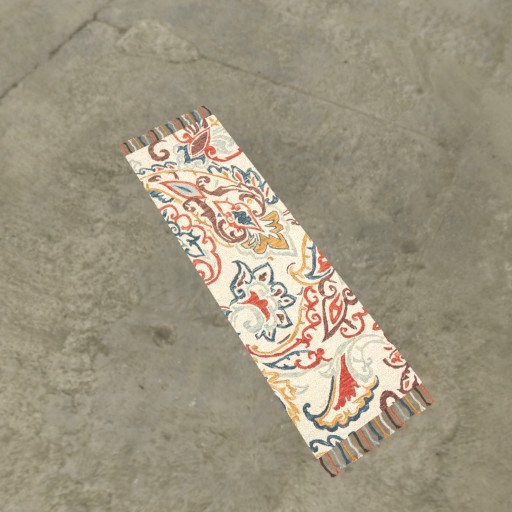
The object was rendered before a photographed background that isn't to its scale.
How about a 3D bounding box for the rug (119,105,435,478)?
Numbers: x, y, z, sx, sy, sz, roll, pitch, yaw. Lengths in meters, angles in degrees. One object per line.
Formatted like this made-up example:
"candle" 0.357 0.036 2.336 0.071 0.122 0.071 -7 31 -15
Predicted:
"rug" 0.000 0.000 2.957 0.763 0.015 2.682 -30 68 -13
